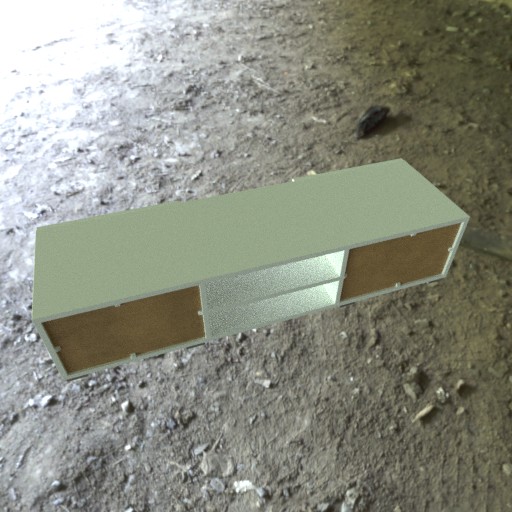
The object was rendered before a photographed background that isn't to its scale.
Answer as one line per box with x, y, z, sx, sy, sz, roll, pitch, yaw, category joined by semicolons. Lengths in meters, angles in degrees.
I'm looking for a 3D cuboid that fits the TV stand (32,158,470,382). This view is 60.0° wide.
0.000;0.000;1.594;1.400;0.310;0.420;-13;44;-14;TV stand
